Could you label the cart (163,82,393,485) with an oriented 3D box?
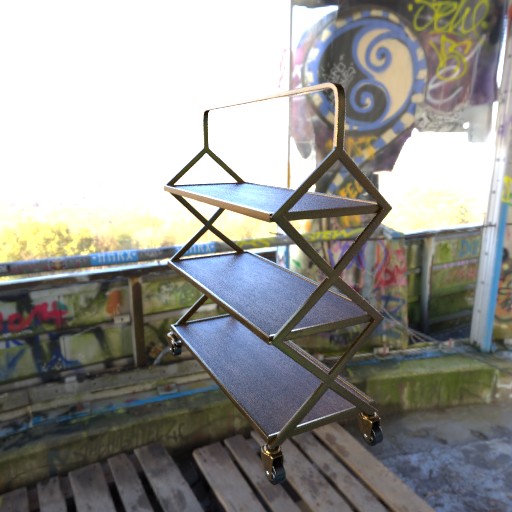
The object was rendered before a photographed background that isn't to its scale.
[{"bbox_3d":[0.000,0.000,1.189,0.313,0.805,0.723,-7,16,-27],"label":"cart"}]
